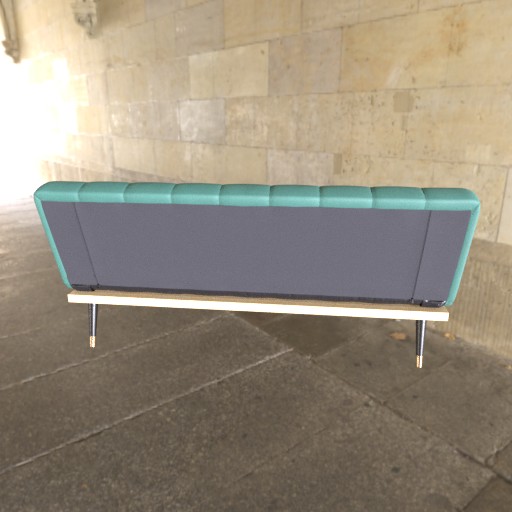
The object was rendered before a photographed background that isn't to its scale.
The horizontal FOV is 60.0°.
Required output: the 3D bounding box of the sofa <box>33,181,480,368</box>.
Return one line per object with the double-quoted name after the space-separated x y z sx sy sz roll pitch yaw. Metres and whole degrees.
0.000 0.000 2.259 1.810 0.820 0.830 2 17 7 "sofa"
